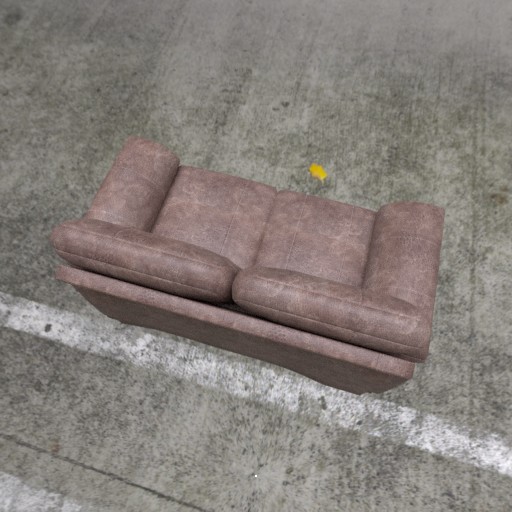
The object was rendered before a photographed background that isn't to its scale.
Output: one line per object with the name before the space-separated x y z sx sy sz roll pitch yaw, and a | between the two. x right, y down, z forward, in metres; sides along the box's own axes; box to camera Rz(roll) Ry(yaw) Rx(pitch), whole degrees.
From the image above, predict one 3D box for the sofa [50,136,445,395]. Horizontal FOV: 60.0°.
sofa | 0.000 0.000 2.266 1.753 0.991 0.991 15 65 7
